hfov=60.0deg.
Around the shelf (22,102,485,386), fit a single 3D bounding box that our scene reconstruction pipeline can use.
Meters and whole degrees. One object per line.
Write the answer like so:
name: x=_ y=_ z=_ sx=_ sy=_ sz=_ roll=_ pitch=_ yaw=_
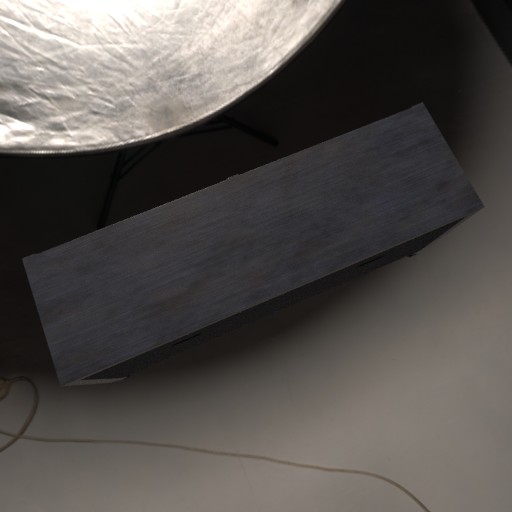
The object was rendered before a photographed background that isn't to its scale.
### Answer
shelf: x=0.000 y=0.000 z=1.912 sx=1.575 sy=0.719 sz=0.479 roll=-22 pitch=76 yaw=-6
